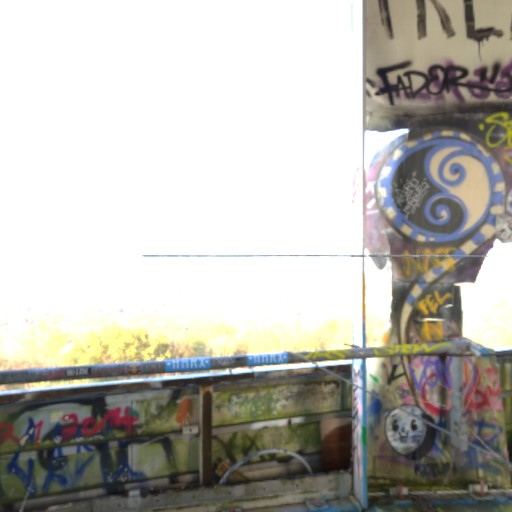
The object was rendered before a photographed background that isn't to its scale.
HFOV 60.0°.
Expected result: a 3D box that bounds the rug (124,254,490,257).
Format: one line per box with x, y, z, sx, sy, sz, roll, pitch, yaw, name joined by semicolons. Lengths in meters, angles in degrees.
0.000;0.000;2.762;1.522;0.013;2.133;0;0;-18;rug
